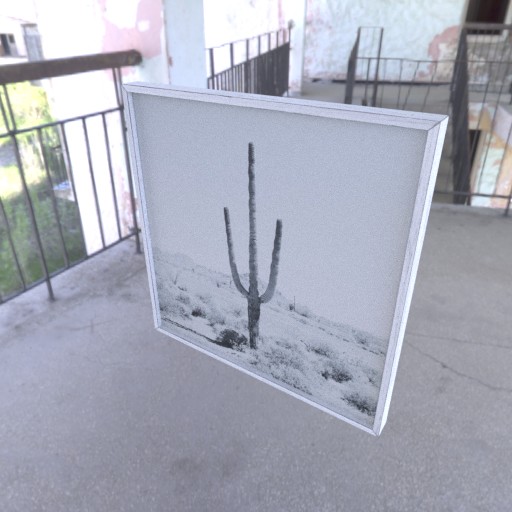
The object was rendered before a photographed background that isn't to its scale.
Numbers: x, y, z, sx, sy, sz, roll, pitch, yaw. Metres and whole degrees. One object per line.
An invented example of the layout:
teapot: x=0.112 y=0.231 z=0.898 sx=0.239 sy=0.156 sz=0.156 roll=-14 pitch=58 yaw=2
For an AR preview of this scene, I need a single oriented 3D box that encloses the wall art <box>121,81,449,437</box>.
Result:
wall art: x=0.000 y=0.000 z=0.742 sx=0.508 sy=0.508 sz=0.038 roll=18 pitch=34 yaw=29
